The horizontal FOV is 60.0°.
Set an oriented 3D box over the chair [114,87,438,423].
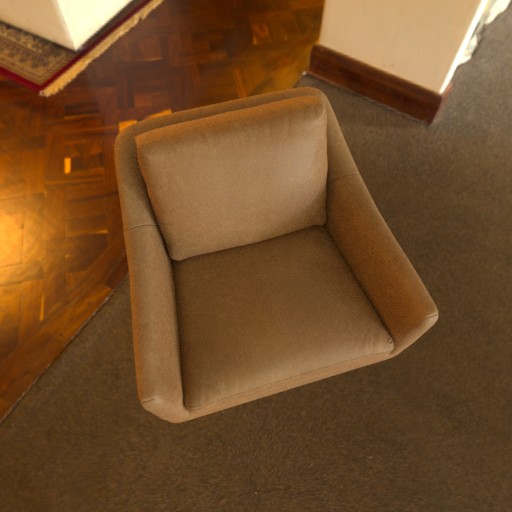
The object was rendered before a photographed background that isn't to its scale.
[{"bbox_3d":[0.000,0.000,1.703,0.988,0.895,0.963,-15,63,-8],"label":"chair"}]
